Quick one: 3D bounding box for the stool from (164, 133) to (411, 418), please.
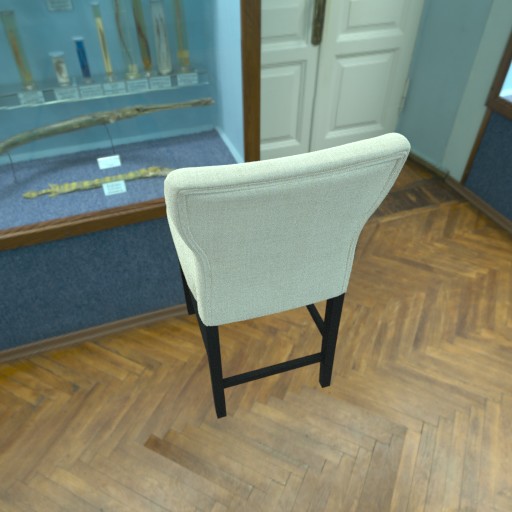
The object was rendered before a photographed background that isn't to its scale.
[{"bbox_3d":[0.000,0.000,1.359,0.514,0.972,0.603,-12,43,-13],"label":"stool"}]
